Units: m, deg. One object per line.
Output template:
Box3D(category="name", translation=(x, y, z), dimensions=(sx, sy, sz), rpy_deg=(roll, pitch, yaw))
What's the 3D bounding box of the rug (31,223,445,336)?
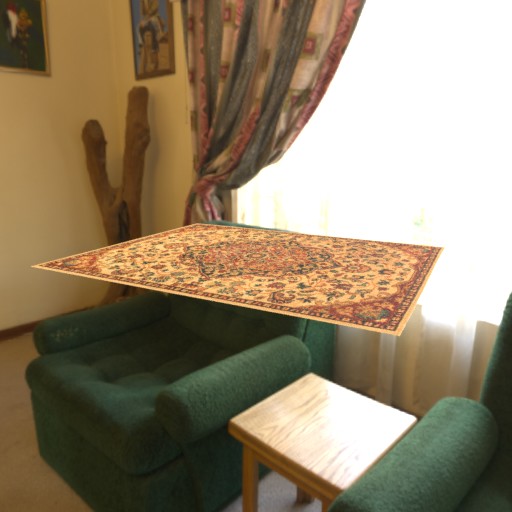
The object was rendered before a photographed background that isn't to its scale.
Box3D(category="rug", translation=(0.000, 0.000, 4.154), dimensions=(3.067, 0.005, 2.454), rpy_deg=(7, 16, 27))
